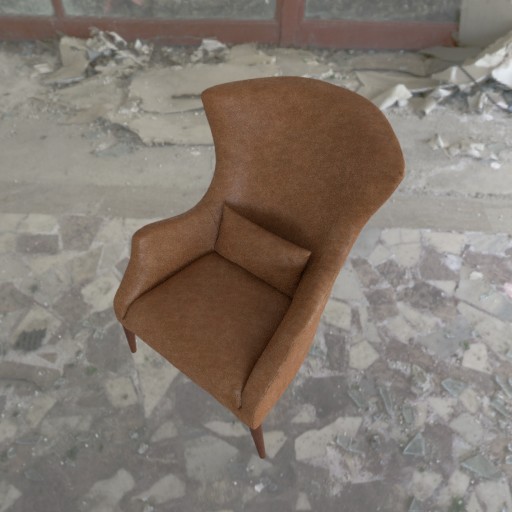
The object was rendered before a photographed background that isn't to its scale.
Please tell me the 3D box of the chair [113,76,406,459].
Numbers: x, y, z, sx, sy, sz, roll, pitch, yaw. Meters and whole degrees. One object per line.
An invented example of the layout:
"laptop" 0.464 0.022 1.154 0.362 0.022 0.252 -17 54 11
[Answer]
"chair" 0.000 0.000 1.771 0.846 1.067 0.955 30 54 26
